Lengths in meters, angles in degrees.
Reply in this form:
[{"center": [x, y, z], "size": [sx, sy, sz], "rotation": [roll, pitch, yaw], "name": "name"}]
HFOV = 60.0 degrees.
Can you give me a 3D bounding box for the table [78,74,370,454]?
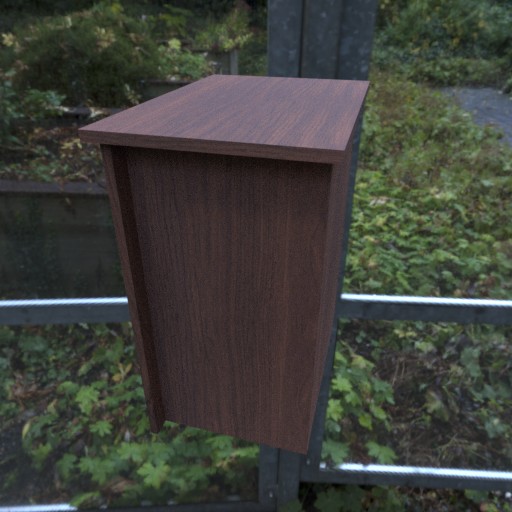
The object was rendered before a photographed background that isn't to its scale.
[{"center": [0.000, 0.000, 1.050], "size": [0.406, 0.711, 0.589], "rotation": [8, 31, 14], "name": "table"}]
